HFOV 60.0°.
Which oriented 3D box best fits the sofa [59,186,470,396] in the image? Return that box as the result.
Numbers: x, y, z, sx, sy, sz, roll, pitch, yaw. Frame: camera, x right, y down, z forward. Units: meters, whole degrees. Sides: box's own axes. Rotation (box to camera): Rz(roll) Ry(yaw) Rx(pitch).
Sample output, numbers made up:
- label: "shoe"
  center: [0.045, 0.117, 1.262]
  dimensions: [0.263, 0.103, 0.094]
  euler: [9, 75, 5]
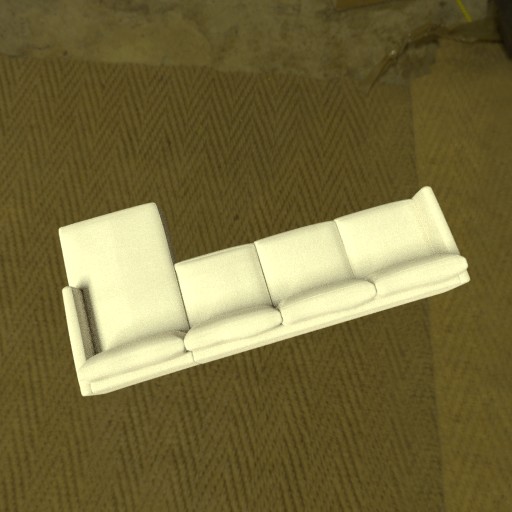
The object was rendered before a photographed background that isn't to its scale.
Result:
- label: "sofa"
  center: [0.000, 0.000, 2.905]
  dimensions: [2.445, 0.677, 1.126]
  euler: [-16, 76, -4]
